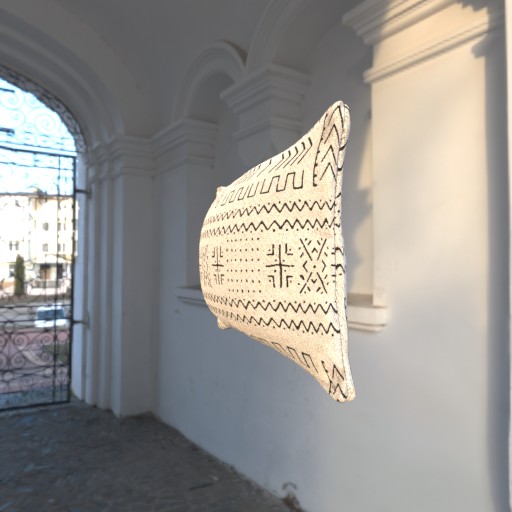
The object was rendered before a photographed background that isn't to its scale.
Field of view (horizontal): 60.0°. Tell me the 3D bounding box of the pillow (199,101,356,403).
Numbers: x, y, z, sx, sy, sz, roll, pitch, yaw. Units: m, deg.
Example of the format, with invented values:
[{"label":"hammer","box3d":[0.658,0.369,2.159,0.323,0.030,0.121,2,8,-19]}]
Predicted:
[{"label":"pillow","box3d":[0.000,0.000,0.803,0.188,0.352,0.637,0,-1,-18]}]
